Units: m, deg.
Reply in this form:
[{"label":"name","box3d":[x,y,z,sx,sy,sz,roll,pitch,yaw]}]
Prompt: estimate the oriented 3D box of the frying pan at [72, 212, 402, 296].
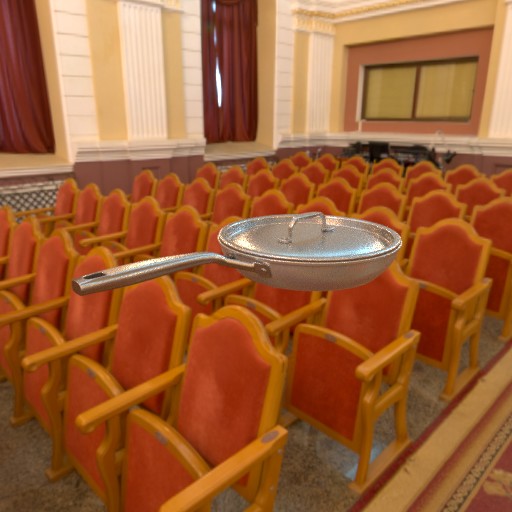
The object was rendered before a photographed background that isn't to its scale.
[{"label":"frying pan","box3d":[0.000,0.000,0.602,0.490,0.086,0.272,-16,23,-42]}]
